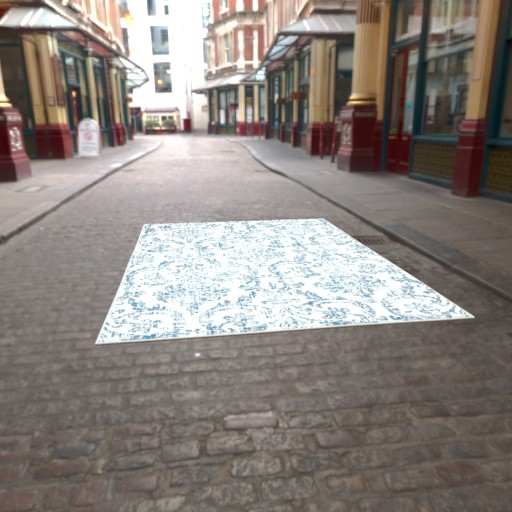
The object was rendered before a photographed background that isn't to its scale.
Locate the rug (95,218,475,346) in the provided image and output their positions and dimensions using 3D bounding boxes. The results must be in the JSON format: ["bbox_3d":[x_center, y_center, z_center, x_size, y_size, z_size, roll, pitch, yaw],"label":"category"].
[{"bbox_3d":[0.000,0.000,2.844,1.586,0.014,2.197,-3,16,-9],"label":"rug"}]
